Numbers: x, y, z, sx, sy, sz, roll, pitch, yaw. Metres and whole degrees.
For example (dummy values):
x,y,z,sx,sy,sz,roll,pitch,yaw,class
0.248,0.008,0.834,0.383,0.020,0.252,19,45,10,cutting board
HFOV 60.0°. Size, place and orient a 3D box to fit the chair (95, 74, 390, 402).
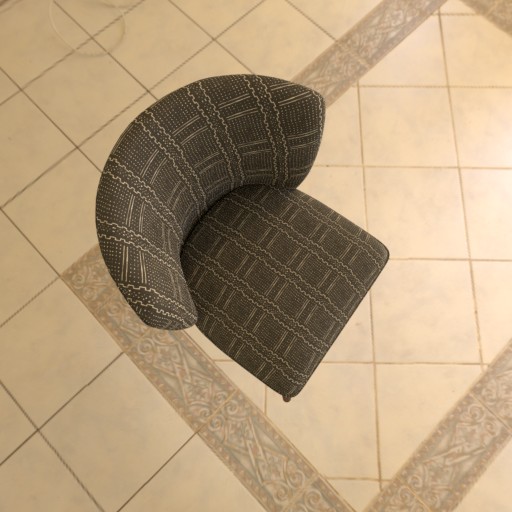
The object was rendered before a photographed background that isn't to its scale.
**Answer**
x,y,z,sx,sy,sz,roll,pitch,yaw,class
0.000,0.000,1.420,0.758,0.866,0.710,35,78,9,chair
